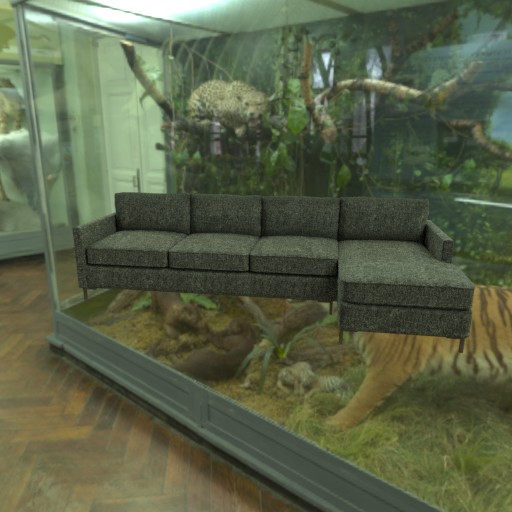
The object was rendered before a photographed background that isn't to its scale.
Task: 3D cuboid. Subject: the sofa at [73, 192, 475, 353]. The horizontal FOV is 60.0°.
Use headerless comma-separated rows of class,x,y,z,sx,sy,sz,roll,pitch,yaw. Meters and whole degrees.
sofa,0.000,0.000,4.059,3.384,0.970,1.488,2,16,9
